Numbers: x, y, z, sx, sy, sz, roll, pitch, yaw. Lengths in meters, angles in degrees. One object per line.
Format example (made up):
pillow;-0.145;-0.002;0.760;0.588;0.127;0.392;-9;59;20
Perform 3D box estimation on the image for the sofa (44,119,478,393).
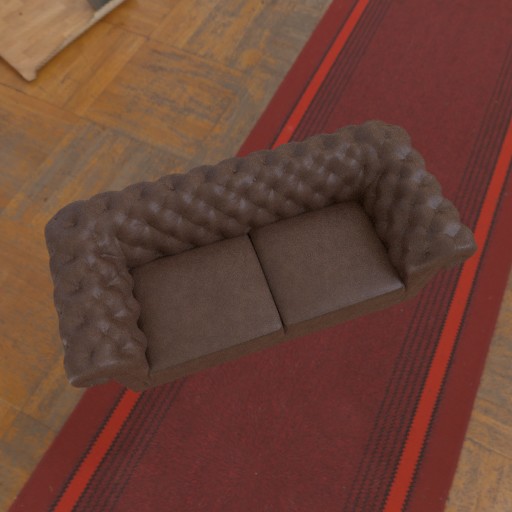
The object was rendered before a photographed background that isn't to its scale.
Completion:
sofa;0.000;0.000;2.497;2.048;0.784;0.955;-17;65;-8
